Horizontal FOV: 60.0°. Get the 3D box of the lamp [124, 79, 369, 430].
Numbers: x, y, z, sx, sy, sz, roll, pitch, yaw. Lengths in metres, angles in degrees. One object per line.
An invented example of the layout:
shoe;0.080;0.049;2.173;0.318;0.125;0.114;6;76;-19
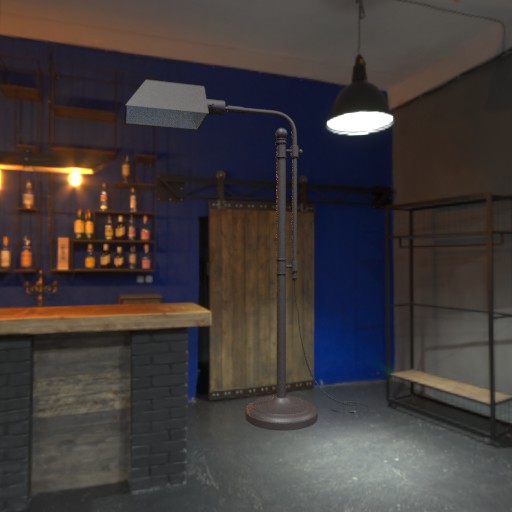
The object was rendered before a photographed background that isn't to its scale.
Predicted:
lamp;0.000;0.000;0.960;0.545;0.708;0.159;0;0;-17
